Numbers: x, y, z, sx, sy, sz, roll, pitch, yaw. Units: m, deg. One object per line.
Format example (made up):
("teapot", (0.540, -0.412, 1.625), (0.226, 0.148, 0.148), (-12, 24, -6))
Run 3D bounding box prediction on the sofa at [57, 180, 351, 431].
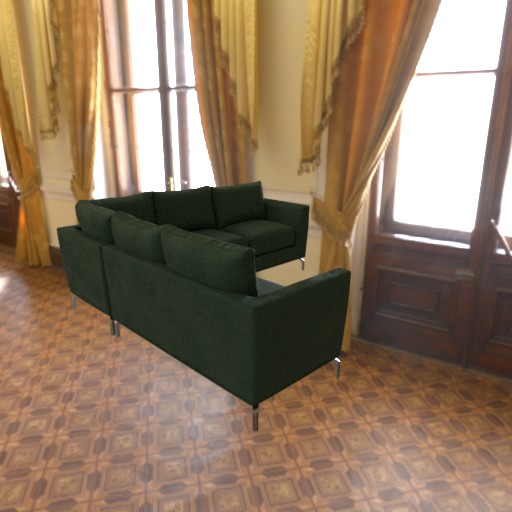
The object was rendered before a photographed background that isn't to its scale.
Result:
("sofa", (0.000, 0.000, 3.881), (2.452, 1.004, 2.468), (-16, 23, -42))
